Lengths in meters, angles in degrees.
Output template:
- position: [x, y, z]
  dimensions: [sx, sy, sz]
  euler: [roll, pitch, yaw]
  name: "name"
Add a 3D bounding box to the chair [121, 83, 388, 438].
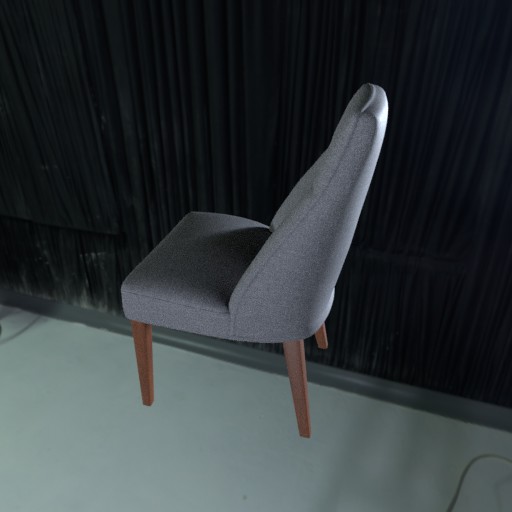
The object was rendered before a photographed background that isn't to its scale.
- position: [0.000, 0.000, 1.286]
  dimensions: [0.620, 0.930, 0.500]
  euler: [8, 31, 13]
  name: "chair"
